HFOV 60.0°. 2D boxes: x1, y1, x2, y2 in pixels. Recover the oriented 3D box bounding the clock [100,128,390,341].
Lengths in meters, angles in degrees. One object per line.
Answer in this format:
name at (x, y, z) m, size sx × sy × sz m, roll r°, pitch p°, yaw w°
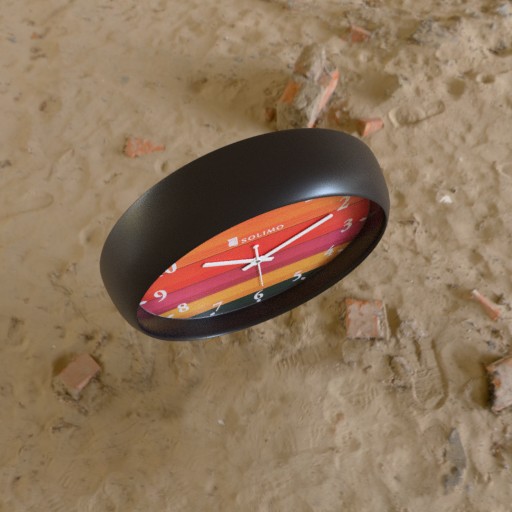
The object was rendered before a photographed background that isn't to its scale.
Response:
clock at (0.000, 0.000, 0.455) m, size 0.300 × 0.300 × 0.060 m, roll -20°, pitch 65°, yaw -10°
